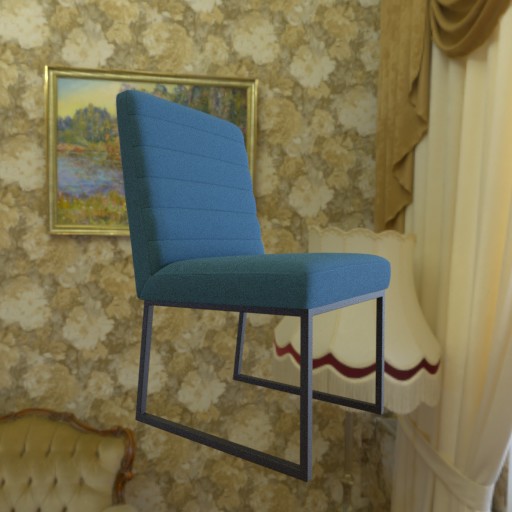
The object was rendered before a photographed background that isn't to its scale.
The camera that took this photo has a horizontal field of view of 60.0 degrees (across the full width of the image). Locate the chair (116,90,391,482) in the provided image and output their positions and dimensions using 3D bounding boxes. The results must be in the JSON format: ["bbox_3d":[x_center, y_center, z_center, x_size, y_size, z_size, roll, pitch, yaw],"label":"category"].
[{"bbox_3d":[0.000,0.000,1.279,0.634,0.930,0.520,2,3,36],"label":"chair"}]
